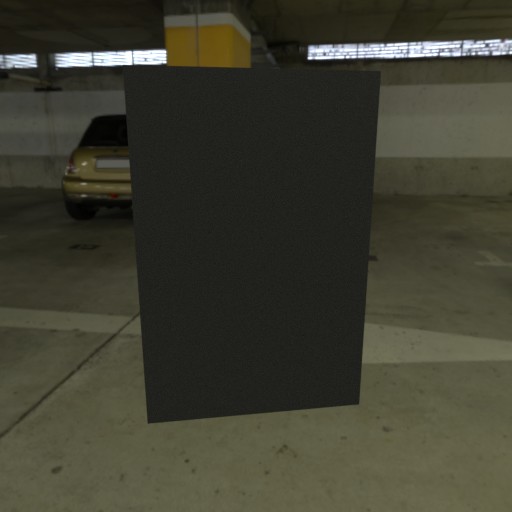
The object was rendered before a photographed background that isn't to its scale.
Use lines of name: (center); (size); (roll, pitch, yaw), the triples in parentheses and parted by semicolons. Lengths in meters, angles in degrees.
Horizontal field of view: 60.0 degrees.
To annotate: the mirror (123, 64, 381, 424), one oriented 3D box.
mirror: (0.000, 0.000, 1.163); (0.606, 0.912, 0.044); (-2, 15, -8)
